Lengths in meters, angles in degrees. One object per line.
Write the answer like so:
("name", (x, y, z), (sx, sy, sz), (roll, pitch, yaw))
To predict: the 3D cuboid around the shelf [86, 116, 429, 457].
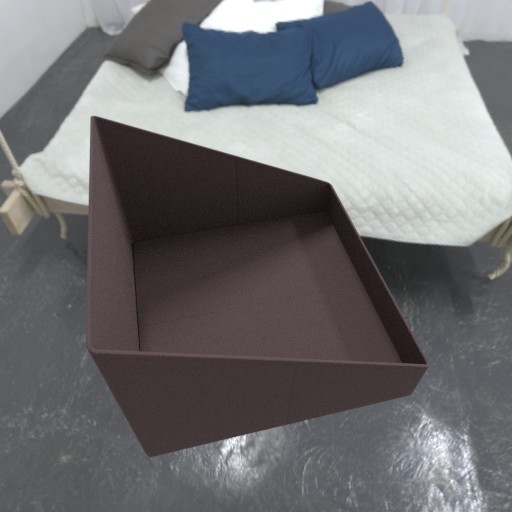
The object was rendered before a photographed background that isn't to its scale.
("shelf", (0.000, 0.000, 0.477), (0.292, 0.210, 0.292), (-10, 49, -9))
